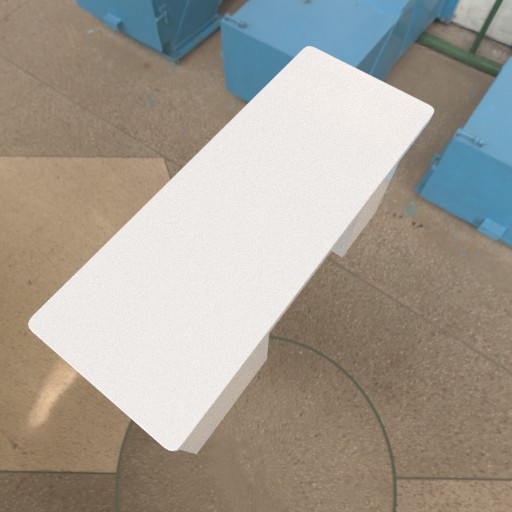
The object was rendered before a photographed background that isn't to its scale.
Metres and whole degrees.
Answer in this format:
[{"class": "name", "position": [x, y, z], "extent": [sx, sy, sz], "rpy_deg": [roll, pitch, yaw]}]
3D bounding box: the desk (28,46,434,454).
[{"class": "desk", "position": [0.000, 0.000, 1.737], "extent": [0.550, 0.762, 1.400], "rpy_deg": [34, 69, 15]}]
